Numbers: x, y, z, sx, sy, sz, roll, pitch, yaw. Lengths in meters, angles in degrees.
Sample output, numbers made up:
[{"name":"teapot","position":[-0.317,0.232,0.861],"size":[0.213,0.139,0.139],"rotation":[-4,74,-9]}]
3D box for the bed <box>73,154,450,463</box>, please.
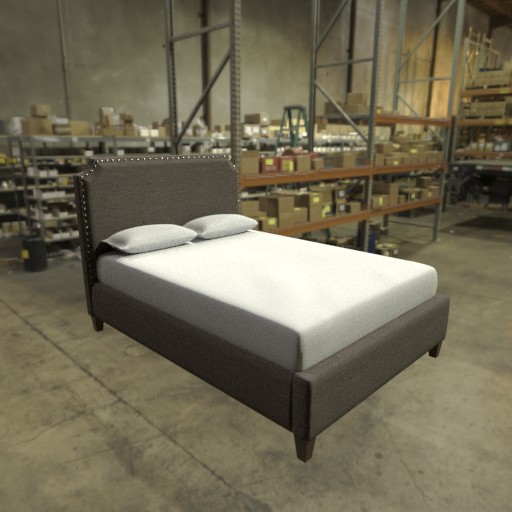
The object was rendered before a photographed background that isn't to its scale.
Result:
[{"name":"bed","position":[0.000,0.000,3.421],"size":[2.381,1.457,1.713],"rotation":[14,20,43]}]
